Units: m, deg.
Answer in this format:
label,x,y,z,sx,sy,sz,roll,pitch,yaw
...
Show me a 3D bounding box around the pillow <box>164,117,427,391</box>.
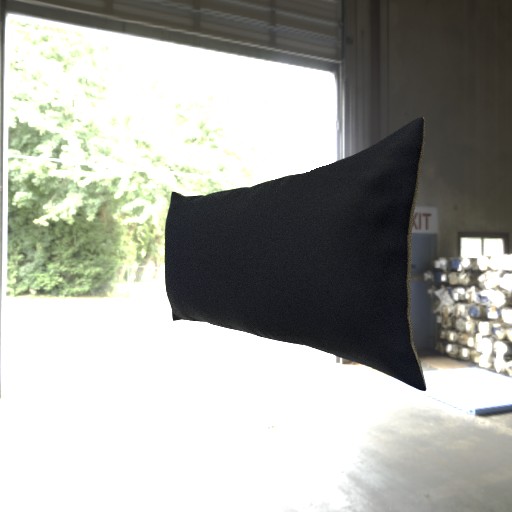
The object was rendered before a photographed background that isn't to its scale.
label,x,y,z,sx,sy,sz,roll,pitch,yaw
pillow,0.000,0.000,0.710,0.151,0.287,0.610,0,0,-36
